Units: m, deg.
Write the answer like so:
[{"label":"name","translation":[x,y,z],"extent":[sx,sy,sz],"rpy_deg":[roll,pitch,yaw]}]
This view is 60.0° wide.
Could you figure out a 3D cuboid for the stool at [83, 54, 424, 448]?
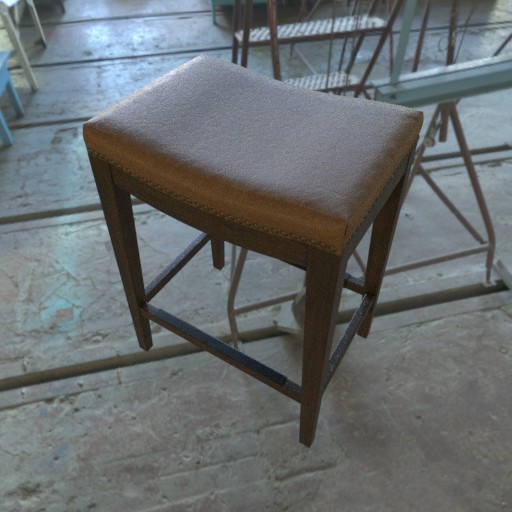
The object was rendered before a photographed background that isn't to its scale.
[{"label":"stool","translation":[0.000,0.000,0.952],"extent":[0.500,0.660,0.361],"rpy_deg":[24,51,21]}]
